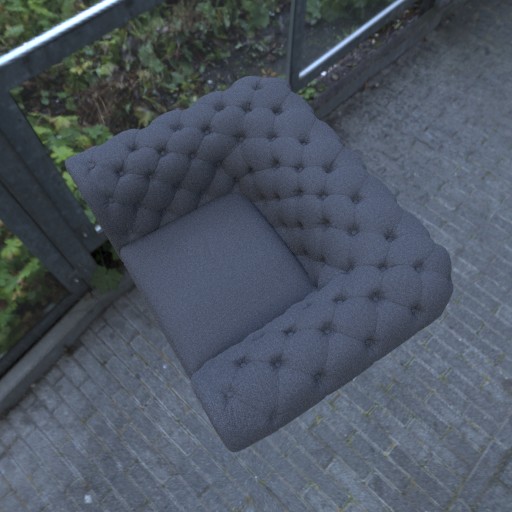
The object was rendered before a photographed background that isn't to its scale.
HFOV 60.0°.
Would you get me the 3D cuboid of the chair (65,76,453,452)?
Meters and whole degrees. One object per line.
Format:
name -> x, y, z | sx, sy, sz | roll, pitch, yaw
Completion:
chair -> 0.000, 0.000, 1.871 | 0.976, 0.770, 1.270 | -30, 67, -14
